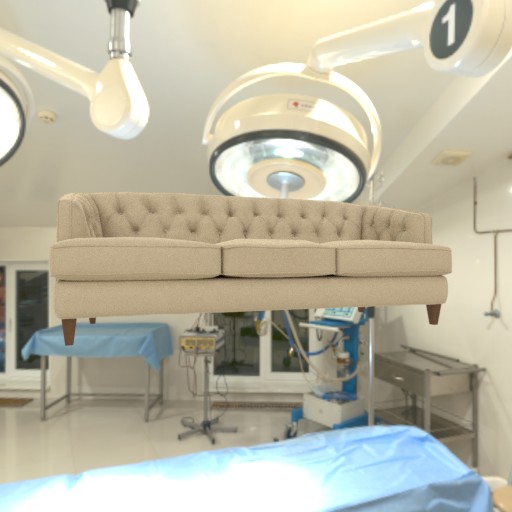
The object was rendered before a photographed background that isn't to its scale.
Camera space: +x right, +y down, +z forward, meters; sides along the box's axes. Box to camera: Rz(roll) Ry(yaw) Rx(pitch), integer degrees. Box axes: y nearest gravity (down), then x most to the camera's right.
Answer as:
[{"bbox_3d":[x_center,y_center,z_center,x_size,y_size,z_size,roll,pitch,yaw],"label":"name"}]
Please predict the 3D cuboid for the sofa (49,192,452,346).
[{"bbox_3d":[0.000,0.000,2.778,2.278,0.855,0.941,0,0,-18],"label":"sofa"}]
